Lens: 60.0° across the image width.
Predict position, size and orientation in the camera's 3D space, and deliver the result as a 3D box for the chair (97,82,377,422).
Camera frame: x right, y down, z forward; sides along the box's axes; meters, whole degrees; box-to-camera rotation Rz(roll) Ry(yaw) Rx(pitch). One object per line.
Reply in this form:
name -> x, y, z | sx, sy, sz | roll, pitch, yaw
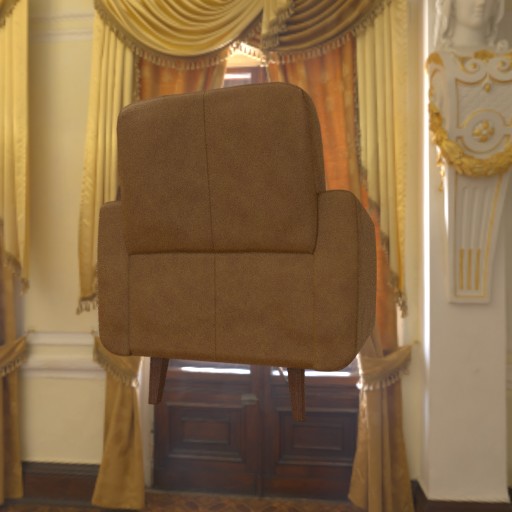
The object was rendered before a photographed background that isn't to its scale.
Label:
chair -> 0.000, 0.000, 1.688 | 0.845, 0.968, 0.942 | 0, -1, 18
